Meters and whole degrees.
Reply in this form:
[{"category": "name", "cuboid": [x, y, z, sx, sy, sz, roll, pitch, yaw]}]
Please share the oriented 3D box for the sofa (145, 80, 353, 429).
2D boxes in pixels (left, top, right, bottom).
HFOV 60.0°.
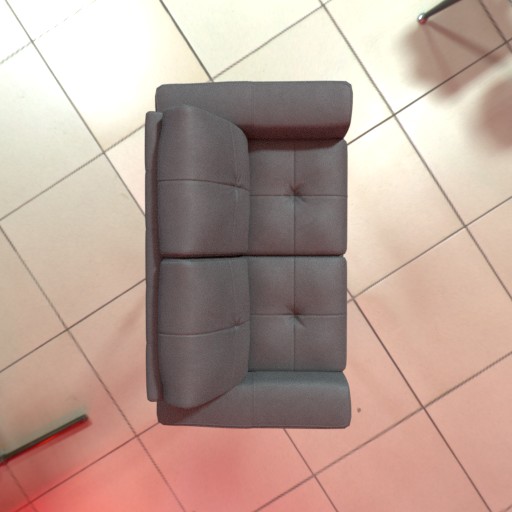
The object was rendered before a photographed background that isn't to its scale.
[{"category": "sofa", "cuboid": [0.000, 0.000, 2.349, 1.018, 0.907, 1.806, 0, 91, 1]}]
